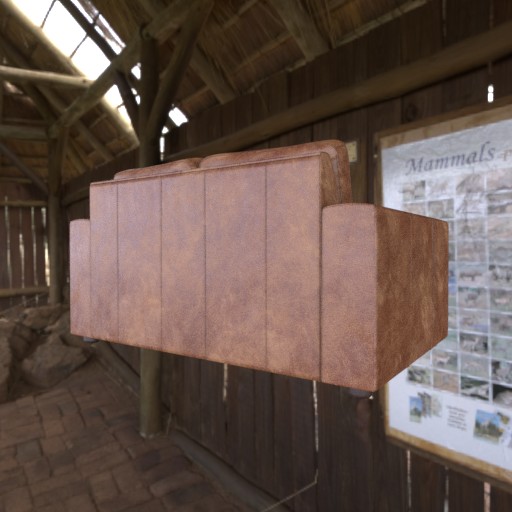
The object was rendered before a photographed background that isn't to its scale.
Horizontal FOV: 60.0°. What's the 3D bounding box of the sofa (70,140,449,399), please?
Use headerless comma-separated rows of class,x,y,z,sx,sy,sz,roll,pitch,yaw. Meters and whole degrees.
sofa,0.000,0.000,2.230,1.626,0.889,1.041,1,1,35
